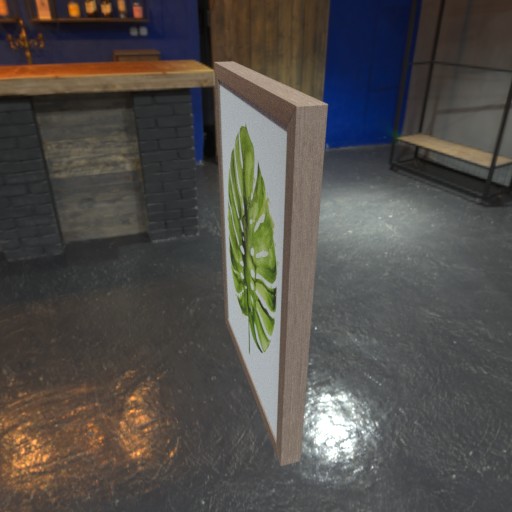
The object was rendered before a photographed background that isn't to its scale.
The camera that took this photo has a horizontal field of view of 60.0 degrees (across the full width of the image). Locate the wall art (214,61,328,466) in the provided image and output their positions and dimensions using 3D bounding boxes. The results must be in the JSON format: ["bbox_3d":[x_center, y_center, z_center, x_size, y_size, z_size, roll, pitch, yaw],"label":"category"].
[{"bbox_3d":[0.000,0.000,0.676,0.032,0.510,0.358,-8,31,-14],"label":"wall art"}]
